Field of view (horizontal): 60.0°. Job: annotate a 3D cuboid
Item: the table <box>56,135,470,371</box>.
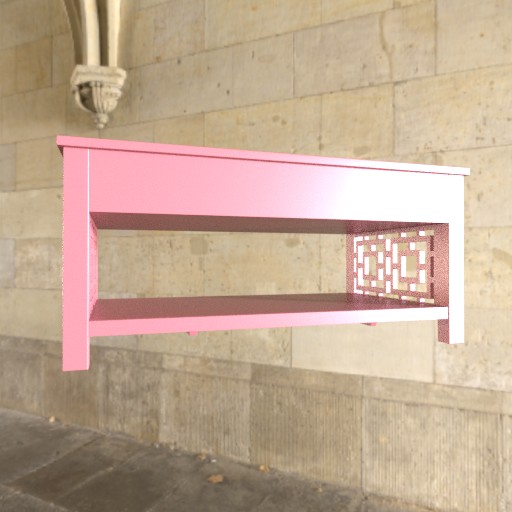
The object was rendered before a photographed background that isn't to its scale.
[{"bbox_3d":[0.000,0.000,1.373,1.068,0.493,0.612,0,-1,-18],"label":"table"}]
